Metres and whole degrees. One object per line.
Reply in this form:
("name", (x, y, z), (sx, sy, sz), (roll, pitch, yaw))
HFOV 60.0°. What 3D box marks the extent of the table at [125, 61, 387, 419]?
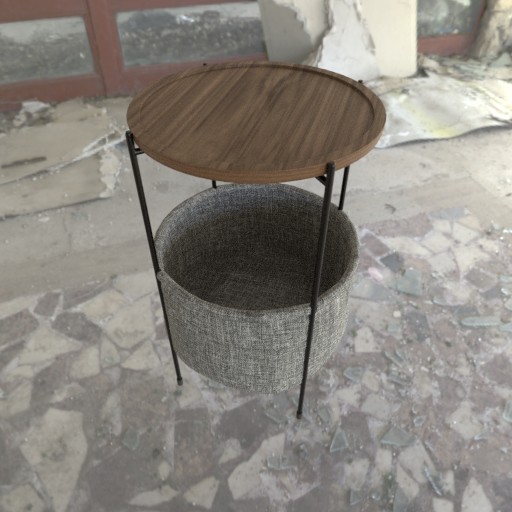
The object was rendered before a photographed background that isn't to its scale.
("table", (0.000, 0.000, 0.880), (0.400, 0.623, 0.400), (12, 43, 13))
